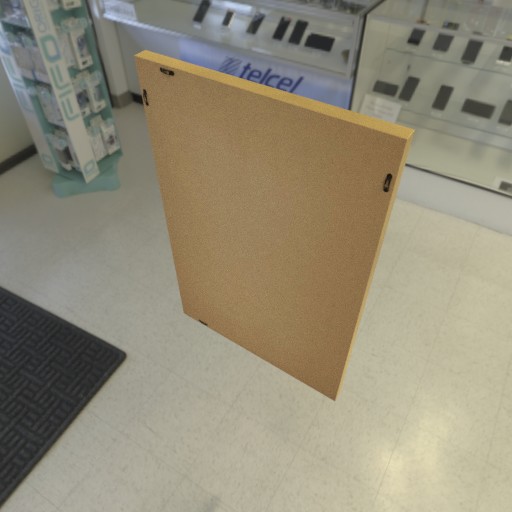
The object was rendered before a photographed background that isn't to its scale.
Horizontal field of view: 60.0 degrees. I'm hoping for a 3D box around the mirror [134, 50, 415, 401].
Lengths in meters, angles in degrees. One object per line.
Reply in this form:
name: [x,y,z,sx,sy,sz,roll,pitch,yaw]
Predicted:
mirror: [0.000,0.000,1.170,0.609,0.915,0.040,26,51,23]
